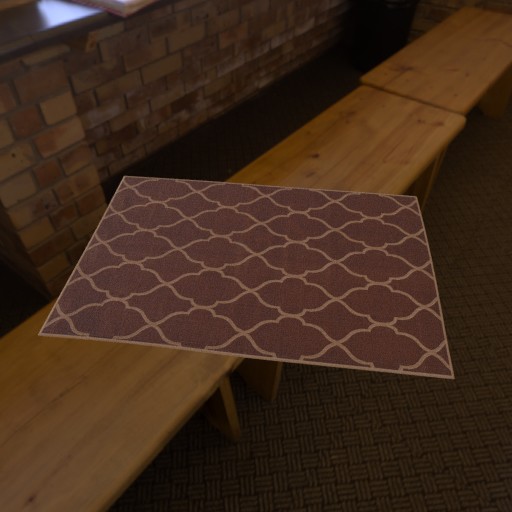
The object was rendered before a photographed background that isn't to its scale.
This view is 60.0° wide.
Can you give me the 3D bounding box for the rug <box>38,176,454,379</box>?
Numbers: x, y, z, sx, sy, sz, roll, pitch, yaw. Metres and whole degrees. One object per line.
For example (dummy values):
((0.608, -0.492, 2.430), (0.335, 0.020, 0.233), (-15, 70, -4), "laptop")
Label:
((0.000, 0.000, 2.922), (2.290, 0.014, 1.526), (5, 46, 5), "rug")
